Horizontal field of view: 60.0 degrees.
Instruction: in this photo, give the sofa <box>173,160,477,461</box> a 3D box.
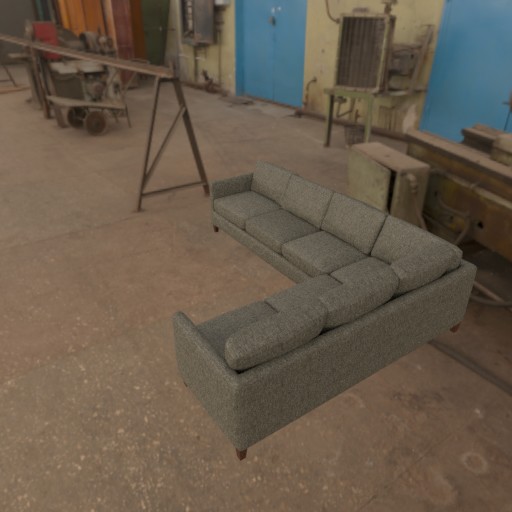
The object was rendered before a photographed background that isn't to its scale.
[{"bbox_3d":[0.000,0.000,4.588,2.593,0.947,3.302,-19,35,-29],"label":"sofa"}]
